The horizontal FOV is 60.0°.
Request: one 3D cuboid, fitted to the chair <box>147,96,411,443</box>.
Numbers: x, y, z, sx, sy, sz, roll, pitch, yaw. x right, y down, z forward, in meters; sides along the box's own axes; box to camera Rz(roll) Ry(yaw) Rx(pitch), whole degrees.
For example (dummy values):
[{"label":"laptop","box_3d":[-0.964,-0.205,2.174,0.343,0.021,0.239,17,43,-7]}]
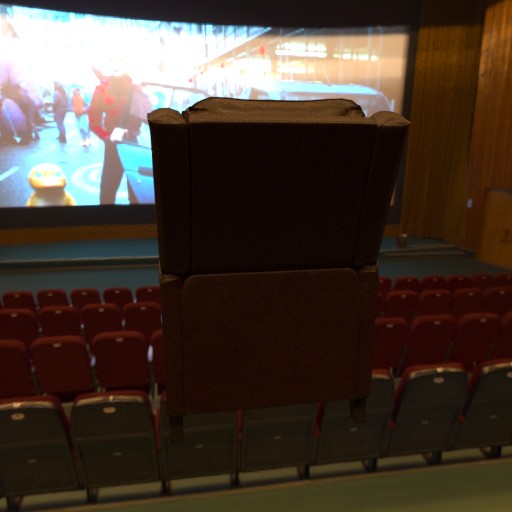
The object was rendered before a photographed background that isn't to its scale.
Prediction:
[{"label":"chair","box_3d":[0.000,0.000,1.769,0.770,1.132,0.982,-2,14,-9]}]
